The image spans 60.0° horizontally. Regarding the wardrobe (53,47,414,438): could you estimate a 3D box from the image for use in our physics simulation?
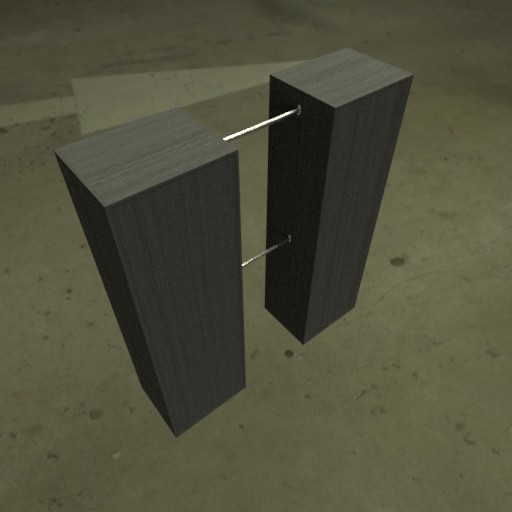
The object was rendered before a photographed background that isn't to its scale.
[{"bbox_3d":[0.000,0.000,2.805,1.770,2.000,0.480,-30,52,-26],"label":"wardrobe"}]
